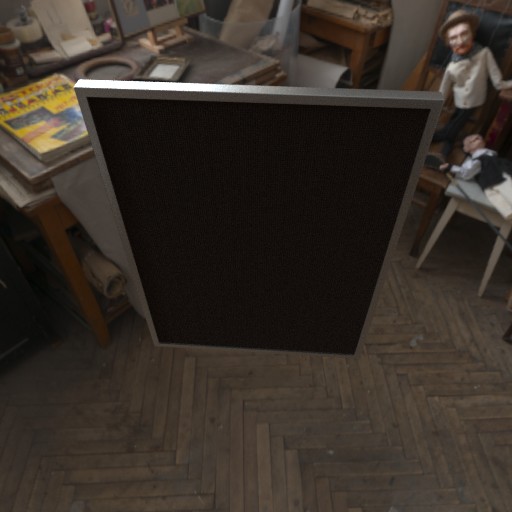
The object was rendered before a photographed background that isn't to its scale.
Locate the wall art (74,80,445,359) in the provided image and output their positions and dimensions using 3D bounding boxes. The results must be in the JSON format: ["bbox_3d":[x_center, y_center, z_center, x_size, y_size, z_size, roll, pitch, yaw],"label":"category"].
[{"bbox_3d":[0.000,0.000,1.352,0.801,1.062,0.037,3,47,3],"label":"wall art"}]
